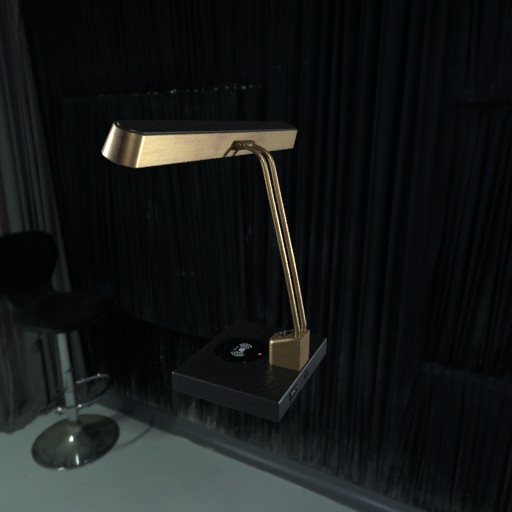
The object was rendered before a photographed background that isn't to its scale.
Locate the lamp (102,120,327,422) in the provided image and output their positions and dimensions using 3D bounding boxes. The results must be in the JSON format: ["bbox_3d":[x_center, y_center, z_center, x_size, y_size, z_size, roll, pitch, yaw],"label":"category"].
[{"bbox_3d":[0.000,0.000,0.591,0.156,0.345,0.412,8,18,25],"label":"lamp"}]
